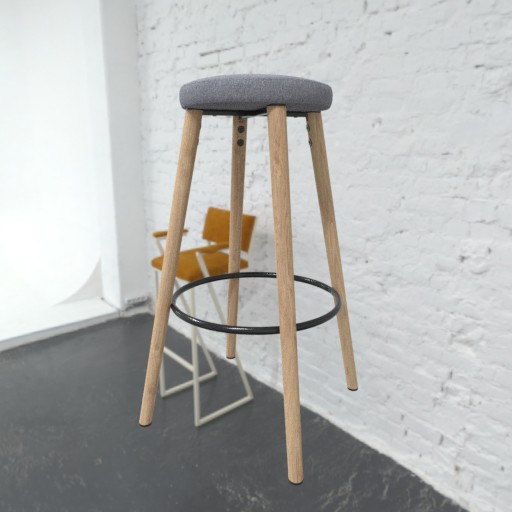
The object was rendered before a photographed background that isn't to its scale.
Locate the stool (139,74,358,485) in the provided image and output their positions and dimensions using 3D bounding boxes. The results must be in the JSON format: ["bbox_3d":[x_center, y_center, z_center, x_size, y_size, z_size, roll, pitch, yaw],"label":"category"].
[{"bbox_3d":[0.000,0.000,1.019,0.410,0.770,0.410,7,16,27],"label":"stool"}]
